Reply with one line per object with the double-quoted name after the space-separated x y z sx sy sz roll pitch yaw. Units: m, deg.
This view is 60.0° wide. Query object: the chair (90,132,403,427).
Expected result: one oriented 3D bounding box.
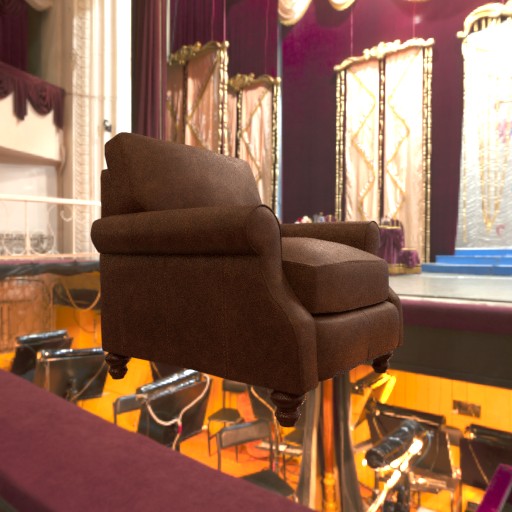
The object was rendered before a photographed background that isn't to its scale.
0.000 0.000 1.799 1.002 0.976 0.996 0 1 37 "chair"
